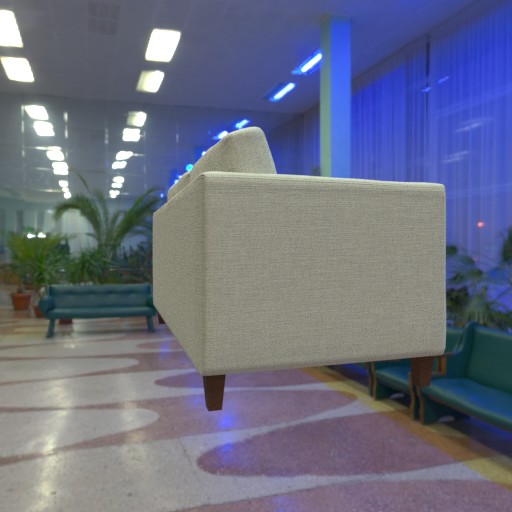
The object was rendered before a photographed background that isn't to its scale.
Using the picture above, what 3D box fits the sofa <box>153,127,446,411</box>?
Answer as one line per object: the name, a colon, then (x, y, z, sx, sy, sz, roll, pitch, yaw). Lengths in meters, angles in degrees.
sofa: (0.000, 0.000, 2.366, 0.950, 0.963, 1.838, 0, 1, -18)
